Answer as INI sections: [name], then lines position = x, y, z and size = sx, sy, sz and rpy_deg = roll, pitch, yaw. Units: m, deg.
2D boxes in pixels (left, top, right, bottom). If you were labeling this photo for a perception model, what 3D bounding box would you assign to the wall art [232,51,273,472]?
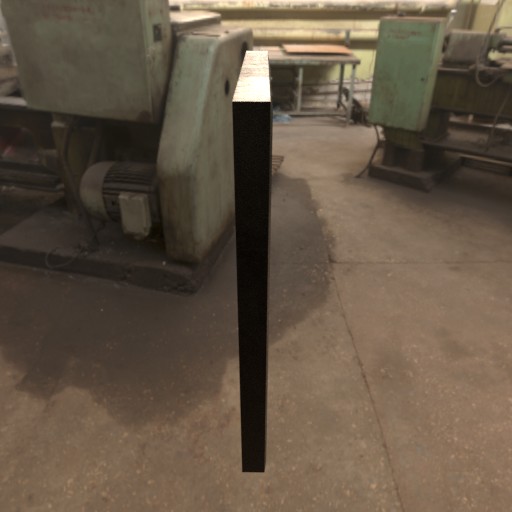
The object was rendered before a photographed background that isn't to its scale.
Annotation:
[wall art]
position = 0.000, 0.000, 0.582
size = 0.031, 0.457, 0.313
rpy_deg = 0, 31, 1
